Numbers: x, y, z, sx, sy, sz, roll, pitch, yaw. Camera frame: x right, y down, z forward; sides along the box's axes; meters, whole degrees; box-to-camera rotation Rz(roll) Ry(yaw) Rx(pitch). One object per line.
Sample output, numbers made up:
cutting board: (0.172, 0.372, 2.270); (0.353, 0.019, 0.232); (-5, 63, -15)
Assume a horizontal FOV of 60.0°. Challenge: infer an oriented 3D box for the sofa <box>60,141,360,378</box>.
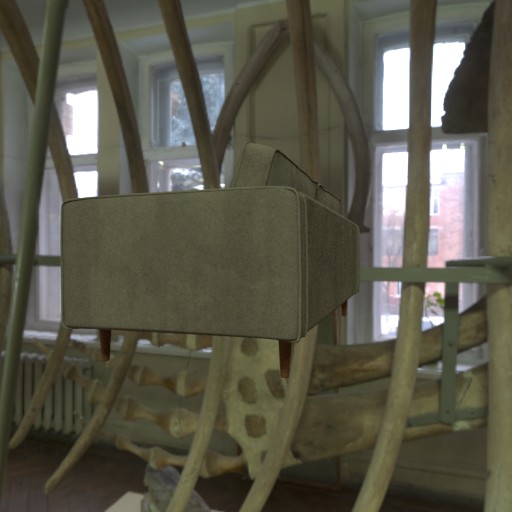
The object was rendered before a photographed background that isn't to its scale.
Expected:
sofa: (0.000, 0.000, 2.387); (0.924, 0.825, 1.920); (0, 0, 19)
